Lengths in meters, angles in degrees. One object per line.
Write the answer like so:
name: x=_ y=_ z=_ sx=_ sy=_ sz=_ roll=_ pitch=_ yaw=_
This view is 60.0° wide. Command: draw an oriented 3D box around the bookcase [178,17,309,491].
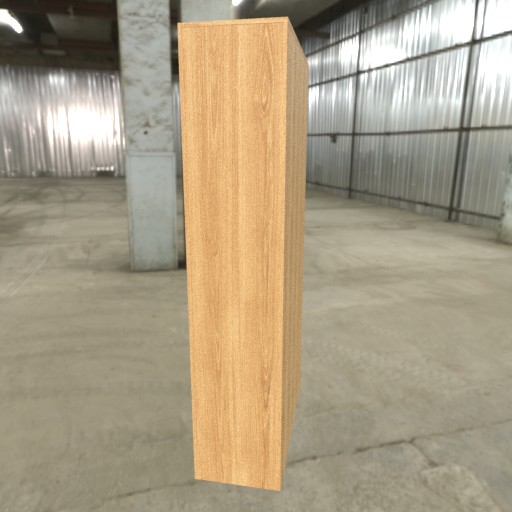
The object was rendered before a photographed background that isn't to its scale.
bookcase: x=0.000 y=0.000 z=2.326 sx=0.420 sy=2.020 sz=0.950 roll=3 pitch=14 yaw=11
